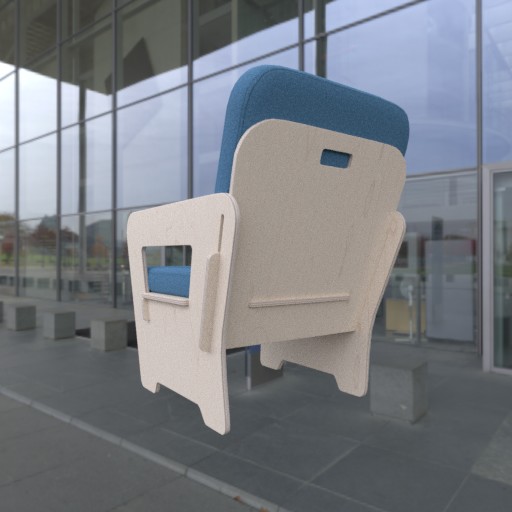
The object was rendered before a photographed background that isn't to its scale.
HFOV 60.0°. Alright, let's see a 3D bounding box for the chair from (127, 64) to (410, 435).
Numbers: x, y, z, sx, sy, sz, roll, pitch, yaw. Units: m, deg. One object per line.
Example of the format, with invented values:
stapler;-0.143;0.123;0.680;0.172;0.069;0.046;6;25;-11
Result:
chair;0.000;0.000;1.198;0.547;0.747;0.657;0;0;-36
